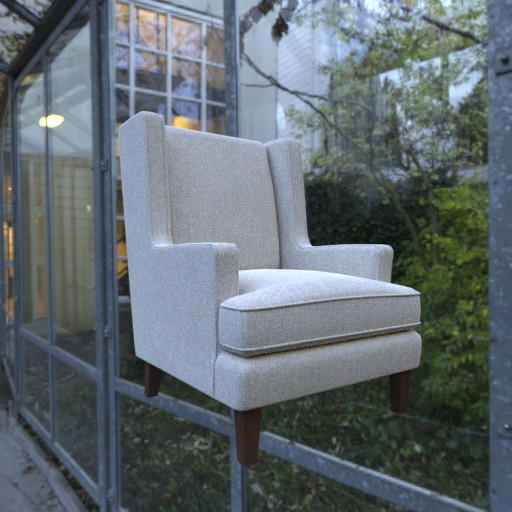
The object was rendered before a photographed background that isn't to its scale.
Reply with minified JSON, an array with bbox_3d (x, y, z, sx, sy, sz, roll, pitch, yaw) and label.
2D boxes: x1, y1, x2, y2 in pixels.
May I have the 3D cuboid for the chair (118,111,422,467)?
[{"bbox_3d":[0.000,0.000,1.689,0.764,1.082,0.948,0,1,-35],"label":"chair"}]
